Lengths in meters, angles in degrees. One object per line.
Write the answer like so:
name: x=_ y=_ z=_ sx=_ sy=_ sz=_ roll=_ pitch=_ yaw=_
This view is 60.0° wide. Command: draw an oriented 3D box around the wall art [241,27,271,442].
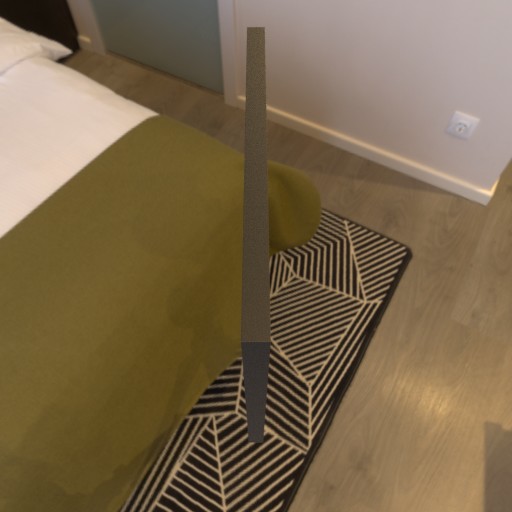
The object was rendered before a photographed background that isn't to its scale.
wall art: x=0.000 y=0.000 z=1.143 sx=0.042 sy=0.766 sz=0.769 roll=0 pitch=58 yaw=0
